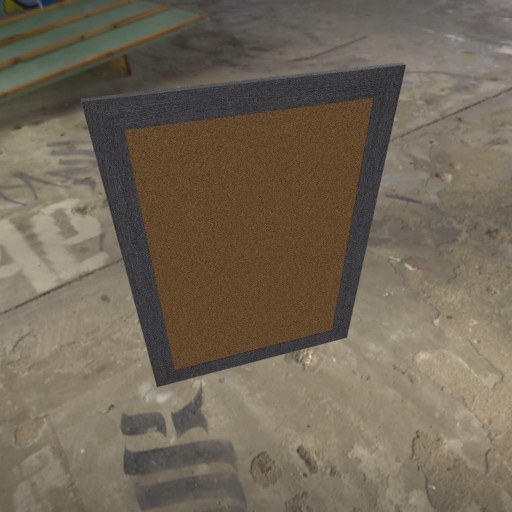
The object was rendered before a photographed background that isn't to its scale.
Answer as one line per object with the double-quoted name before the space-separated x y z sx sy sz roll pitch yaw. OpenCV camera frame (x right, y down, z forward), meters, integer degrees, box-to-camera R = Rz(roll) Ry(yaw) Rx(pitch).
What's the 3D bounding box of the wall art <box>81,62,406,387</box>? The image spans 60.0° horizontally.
"wall art" 0.000 0.000 1.367 0.768 1.070 0.020 -12 43 -13
